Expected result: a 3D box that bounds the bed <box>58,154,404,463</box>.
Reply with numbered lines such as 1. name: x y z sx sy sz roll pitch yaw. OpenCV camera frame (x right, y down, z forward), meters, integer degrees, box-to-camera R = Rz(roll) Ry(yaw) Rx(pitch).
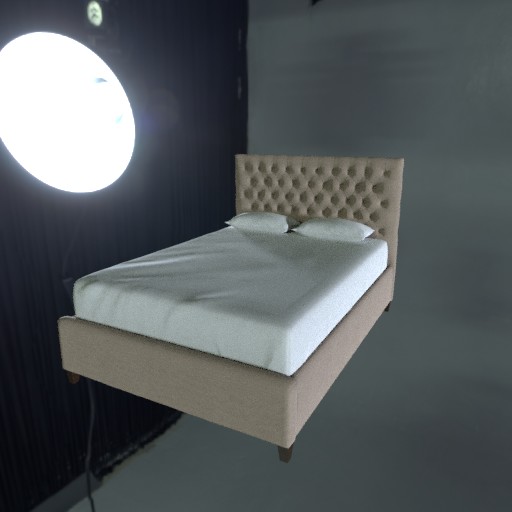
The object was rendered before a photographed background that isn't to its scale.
1. bed: 0.000 0.000 3.433 1.698 1.427 2.387 8 17 27
